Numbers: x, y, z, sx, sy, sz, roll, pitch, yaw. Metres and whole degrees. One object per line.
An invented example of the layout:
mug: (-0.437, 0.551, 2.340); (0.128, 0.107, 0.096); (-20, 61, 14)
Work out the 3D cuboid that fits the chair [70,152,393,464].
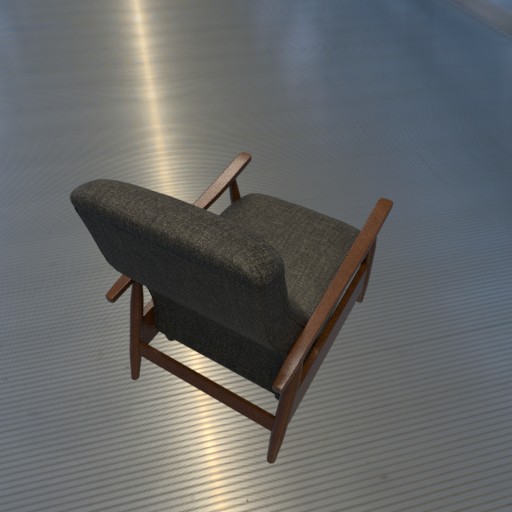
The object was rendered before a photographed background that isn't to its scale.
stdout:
chair: (0.000, 0.000, 1.767); (0.762, 1.082, 1.014); (23, 49, 21)
